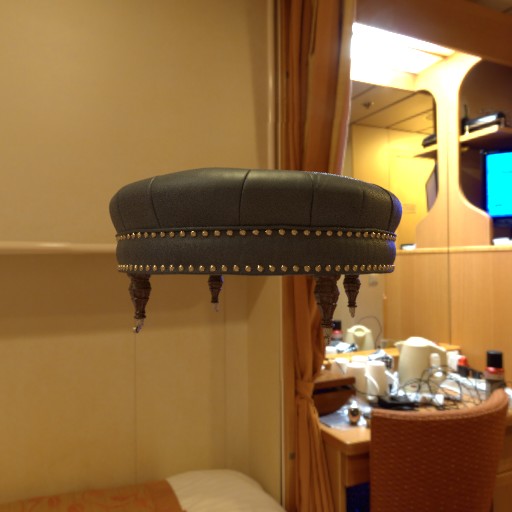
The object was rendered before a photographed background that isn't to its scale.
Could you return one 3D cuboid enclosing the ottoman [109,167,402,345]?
[{"bbox_3d":[0.000,0.000,1.420,0.901,0.439,0.901,0,-1,0],"label":"ottoman"}]
